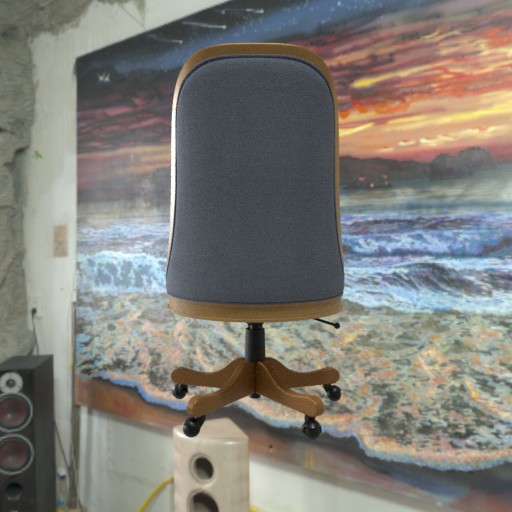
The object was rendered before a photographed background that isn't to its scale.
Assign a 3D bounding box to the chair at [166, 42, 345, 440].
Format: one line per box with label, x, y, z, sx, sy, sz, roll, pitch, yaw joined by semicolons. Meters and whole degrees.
chair;0.000;0.000;1.429;0.605;1.031;0.735;0;1;0
